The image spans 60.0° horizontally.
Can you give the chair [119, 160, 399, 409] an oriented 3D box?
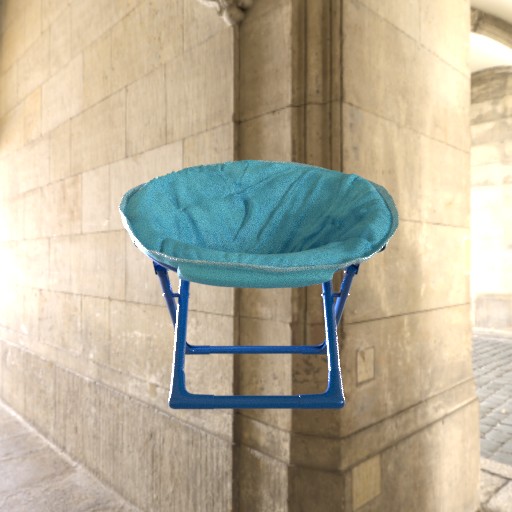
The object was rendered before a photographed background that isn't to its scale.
[{"bbox_3d":[0.000,0.000,0.872,0.520,0.478,0.465,0,0,0],"label":"chair"}]
